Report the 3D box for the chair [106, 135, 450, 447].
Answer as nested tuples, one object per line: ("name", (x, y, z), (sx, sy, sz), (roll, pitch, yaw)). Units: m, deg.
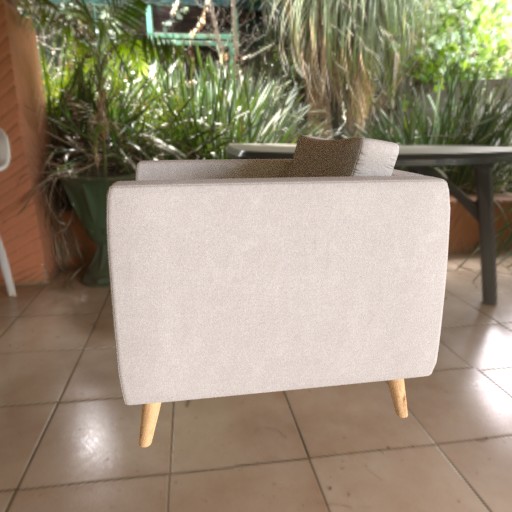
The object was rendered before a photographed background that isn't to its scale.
("chair", (0.000, 0.000, 1.647), (0.930, 0.860, 1.000), (-3, 16, -9))
